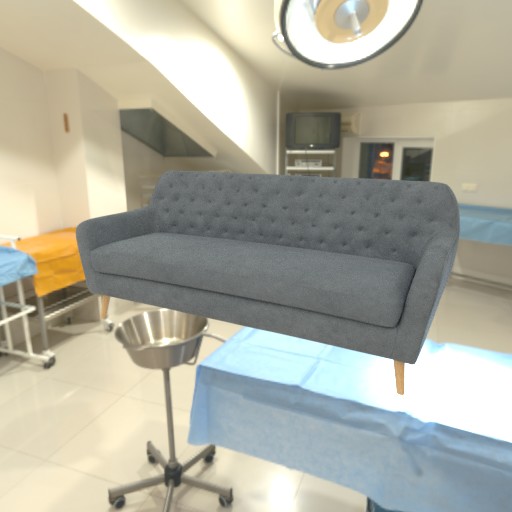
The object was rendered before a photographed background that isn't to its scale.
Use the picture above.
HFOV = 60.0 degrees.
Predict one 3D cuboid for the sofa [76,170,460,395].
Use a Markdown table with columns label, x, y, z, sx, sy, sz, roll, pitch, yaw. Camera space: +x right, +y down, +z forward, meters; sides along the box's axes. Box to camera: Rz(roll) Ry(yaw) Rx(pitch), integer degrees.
| label | x | y | z | sx | sy | sz | roll | pitch | yaw |
| --- | --- | --- | --- | --- | --- | --- | --- | --- | --- |
| sofa | 0.000 | 0.000 | 2.447 | 1.975 | 0.832 | 0.841 | 8 | 17 | 27 |
